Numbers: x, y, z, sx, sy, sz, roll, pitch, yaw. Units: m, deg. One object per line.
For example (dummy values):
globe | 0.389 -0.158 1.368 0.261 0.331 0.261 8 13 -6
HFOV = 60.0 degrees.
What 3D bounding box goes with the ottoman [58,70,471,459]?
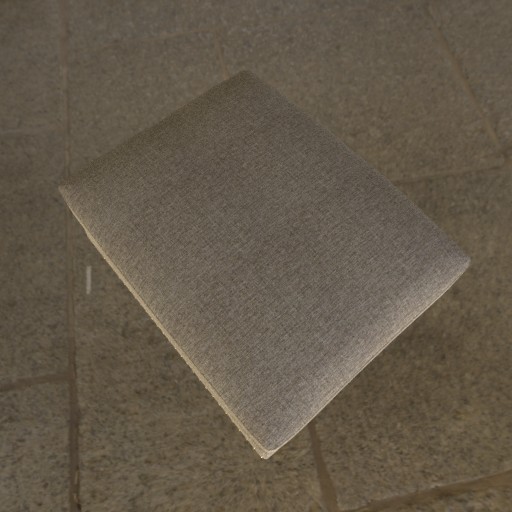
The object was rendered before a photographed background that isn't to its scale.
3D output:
ottoman | 0.000 0.000 1.115 0.584 0.513 0.741 -38 70 -16
